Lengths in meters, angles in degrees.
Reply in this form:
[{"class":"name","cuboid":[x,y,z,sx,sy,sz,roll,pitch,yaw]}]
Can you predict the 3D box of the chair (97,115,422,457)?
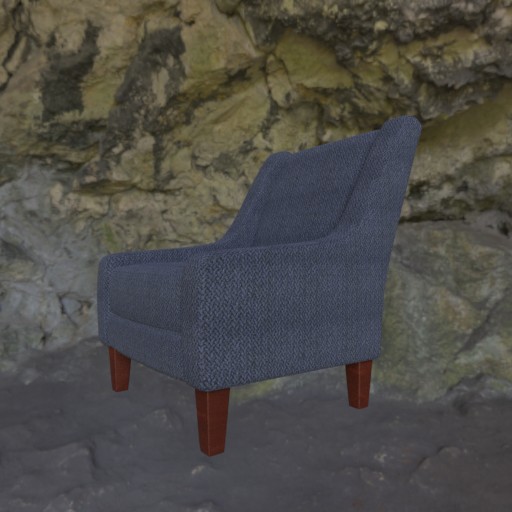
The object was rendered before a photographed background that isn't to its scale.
[{"class":"chair","cuboid":[0.000,0.000,1.642,0.944,1.012,0.793,0,0,-37]}]
